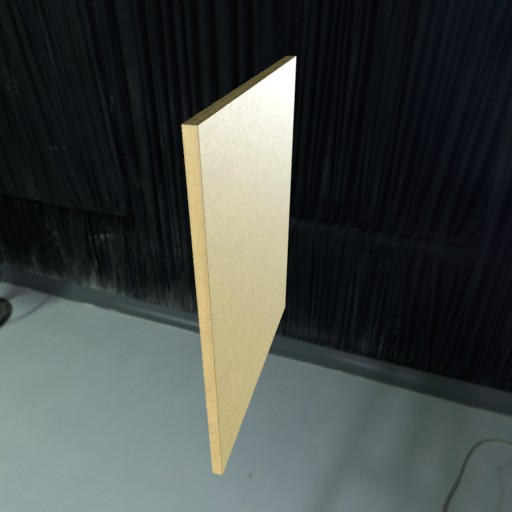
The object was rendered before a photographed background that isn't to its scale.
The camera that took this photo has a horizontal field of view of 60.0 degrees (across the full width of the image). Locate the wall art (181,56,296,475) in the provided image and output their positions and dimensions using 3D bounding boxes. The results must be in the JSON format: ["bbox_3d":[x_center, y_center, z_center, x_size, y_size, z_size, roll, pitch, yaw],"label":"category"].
[{"bbox_3d":[0.000,0.000,1.334,0.030,1.002,0.798,9,33,14],"label":"wall art"}]
